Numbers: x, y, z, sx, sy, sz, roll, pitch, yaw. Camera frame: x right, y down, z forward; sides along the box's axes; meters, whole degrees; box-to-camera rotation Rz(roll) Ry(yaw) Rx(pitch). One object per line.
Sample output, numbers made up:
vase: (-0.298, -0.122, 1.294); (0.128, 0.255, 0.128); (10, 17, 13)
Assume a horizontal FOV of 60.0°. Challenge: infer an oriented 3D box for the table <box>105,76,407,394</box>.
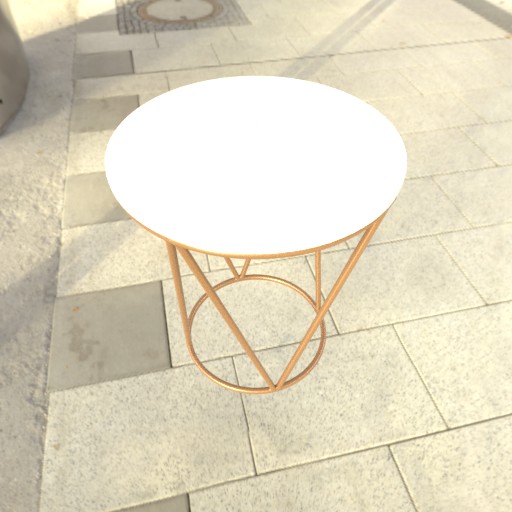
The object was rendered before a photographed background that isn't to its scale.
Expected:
table: (0.000, 0.000, 0.957); (0.500, 0.564, 0.500); (0, 47, 0)
